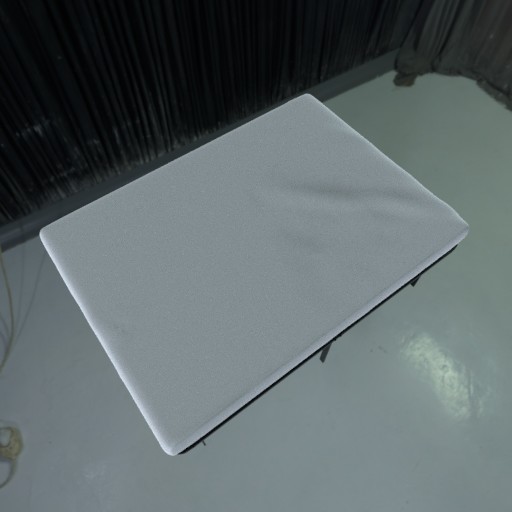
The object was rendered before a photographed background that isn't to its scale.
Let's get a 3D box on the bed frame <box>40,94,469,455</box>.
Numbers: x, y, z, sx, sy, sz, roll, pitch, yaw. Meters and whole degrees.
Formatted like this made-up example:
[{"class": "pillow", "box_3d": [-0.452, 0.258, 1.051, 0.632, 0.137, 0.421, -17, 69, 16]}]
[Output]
[{"class": "bed frame", "box_3d": [0.000, 0.000, 2.586, 1.905, 0.637, 1.372, -32, 64, -18]}]
